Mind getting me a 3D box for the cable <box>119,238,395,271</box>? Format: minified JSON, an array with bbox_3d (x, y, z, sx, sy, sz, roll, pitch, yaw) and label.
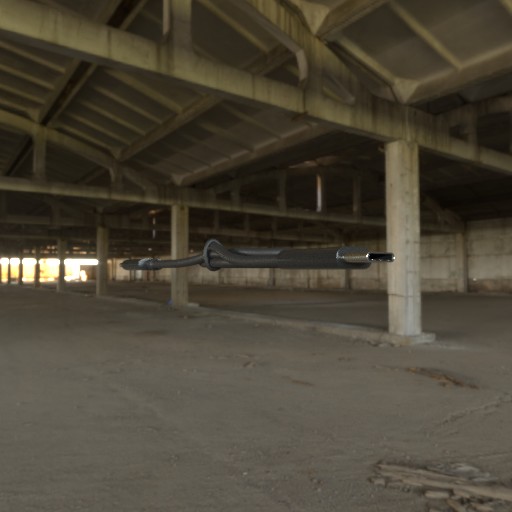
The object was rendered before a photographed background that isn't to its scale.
[{"bbox_3d":[0.000,0.000,0.206,0.070,0.014,0.186,1,-2,-36],"label":"cable"}]
